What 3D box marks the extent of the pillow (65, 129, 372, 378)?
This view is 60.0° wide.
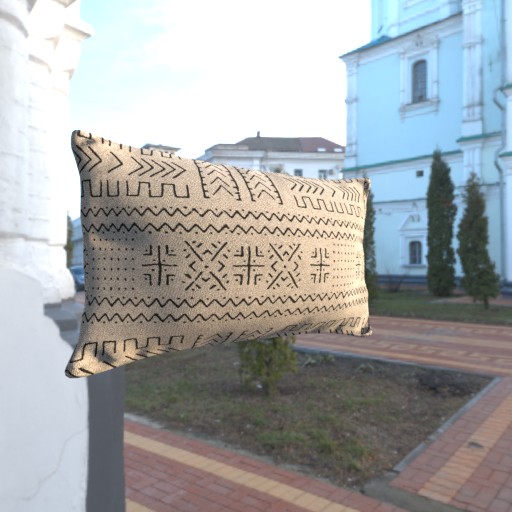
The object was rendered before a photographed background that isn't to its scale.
[{"bbox_3d":[0.000,0.000,0.796,0.637,0.352,0.188,1,-1,-35],"label":"pillow"}]
